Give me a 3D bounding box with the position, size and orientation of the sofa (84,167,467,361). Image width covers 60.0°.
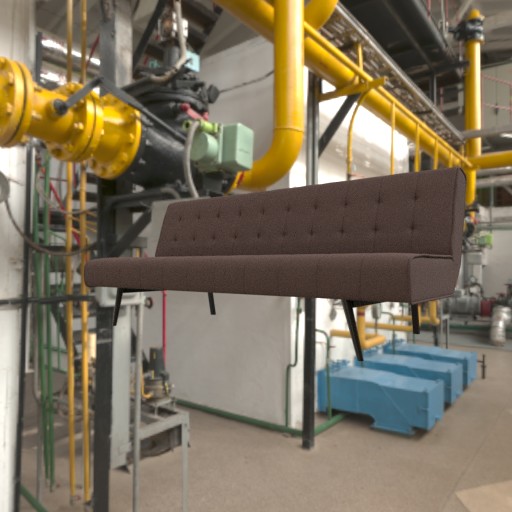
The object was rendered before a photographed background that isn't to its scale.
[{"bbox_3d":[0.000,0.000,2.088,1.703,0.699,0.747,-1,-1,38],"label":"sofa"}]
